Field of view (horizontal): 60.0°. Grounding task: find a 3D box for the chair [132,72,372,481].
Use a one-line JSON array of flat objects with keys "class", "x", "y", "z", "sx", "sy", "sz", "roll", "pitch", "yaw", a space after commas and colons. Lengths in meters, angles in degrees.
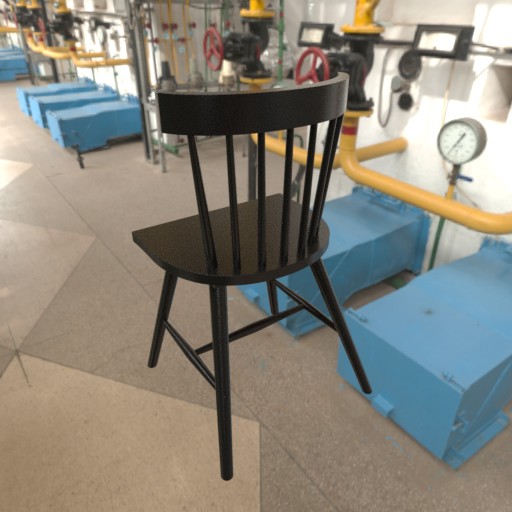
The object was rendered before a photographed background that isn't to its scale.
[{"class": "chair", "x": 0.000, "y": 0.000, "z": 1.131, "sx": 0.506, "sy": 0.844, "sz": 0.483, "roll": -19, "pitch": 35, "yaw": -29}]
